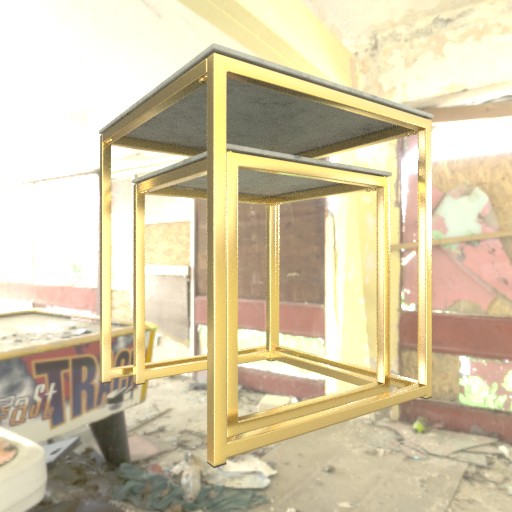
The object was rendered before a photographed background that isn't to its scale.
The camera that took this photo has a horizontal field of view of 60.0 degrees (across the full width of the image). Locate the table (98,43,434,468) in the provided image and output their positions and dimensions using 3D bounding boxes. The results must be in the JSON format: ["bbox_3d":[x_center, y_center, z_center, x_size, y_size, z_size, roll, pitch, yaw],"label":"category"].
[{"bbox_3d":[0.000,0.000,0.833,0.450,0.500,0.450,0,0,-36],"label":"table"}]
